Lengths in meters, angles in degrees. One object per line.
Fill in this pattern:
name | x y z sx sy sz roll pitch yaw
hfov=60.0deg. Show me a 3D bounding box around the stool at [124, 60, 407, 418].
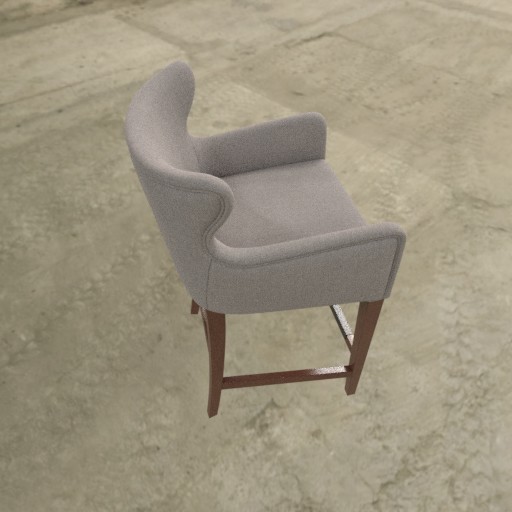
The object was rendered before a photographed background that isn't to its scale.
stool | 0.000 0.000 1.301 0.575 0.951 0.575 -10 46 -9
